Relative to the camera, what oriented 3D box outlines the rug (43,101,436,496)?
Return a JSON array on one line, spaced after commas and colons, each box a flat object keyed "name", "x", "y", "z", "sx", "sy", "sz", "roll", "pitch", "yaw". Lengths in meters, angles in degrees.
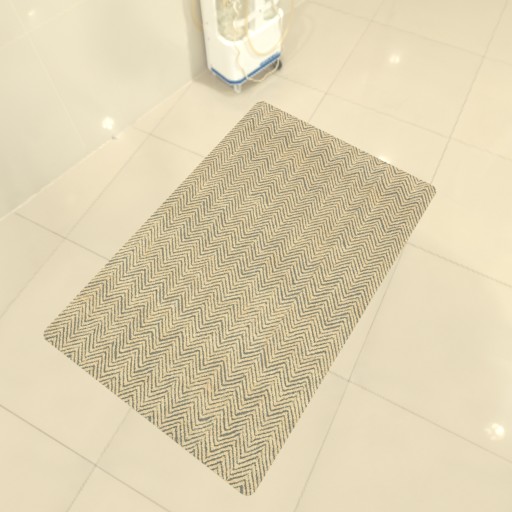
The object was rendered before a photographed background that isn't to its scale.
[{"name": "rug", "x": 0.000, "y": 0.000, "z": 2.166, "sx": 1.144, "sy": 0.008, "sz": 1.752, "roll": 31, "pitch": 67, "yaw": 15}]
